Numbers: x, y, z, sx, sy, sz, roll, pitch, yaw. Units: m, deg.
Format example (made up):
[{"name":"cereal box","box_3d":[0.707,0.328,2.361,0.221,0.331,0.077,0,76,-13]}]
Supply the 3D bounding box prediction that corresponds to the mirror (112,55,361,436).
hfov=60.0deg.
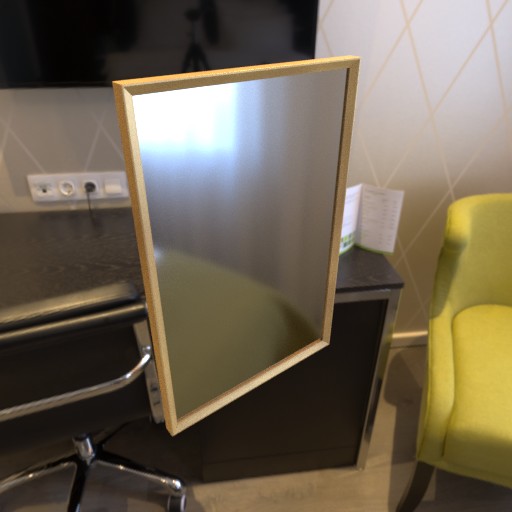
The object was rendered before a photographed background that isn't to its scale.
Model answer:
[{"name":"mirror","box_3d":[0.000,0.000,1.156,0.609,0.915,0.041,-21,37,-32]}]
